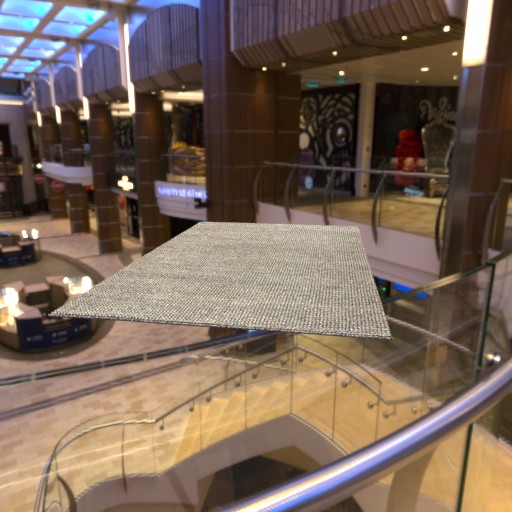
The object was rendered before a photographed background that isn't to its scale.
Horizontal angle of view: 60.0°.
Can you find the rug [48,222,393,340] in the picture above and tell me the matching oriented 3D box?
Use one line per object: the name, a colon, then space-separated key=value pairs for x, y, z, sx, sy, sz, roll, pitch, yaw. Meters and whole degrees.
rug: x=0.000 y=0.000 z=3.083 sx=1.538 sy=0.021 sz=2.443 roll=2 pitch=15 yaw=9
